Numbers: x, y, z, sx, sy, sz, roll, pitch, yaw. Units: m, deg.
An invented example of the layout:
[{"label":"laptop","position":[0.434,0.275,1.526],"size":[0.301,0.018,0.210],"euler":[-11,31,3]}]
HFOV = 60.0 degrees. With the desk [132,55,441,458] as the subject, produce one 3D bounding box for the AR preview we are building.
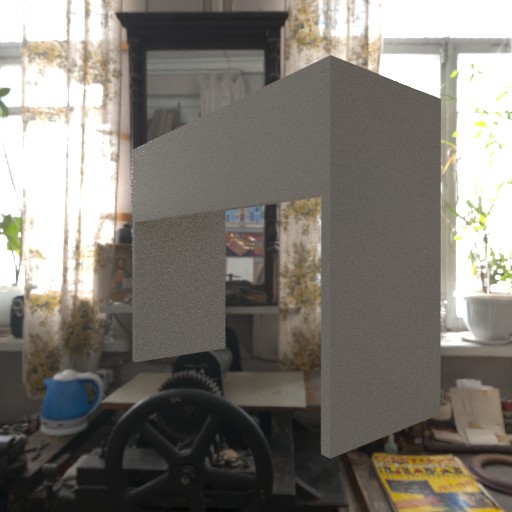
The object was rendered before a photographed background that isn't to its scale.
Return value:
[{"label":"desk","position":[0.000,0.000,1.385],"size":[0.400,0.790,1.000],"euler":[0,0,-37]}]
